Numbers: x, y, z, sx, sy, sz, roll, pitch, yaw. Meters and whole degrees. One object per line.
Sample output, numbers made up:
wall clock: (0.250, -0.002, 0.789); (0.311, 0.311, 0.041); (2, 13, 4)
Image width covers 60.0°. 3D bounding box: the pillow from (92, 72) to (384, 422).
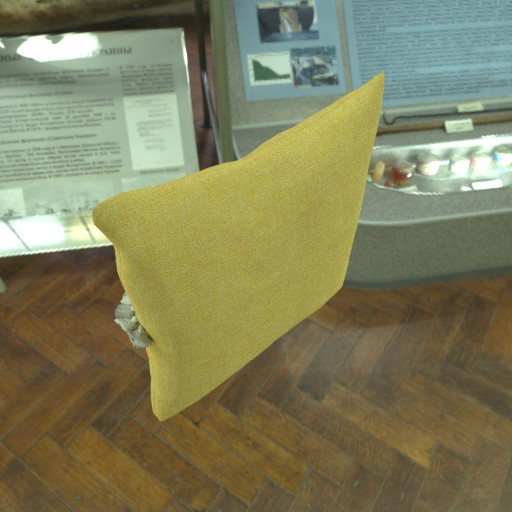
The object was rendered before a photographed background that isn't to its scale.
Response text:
pillow: (0.000, 0.000, 0.720); (0.485, 0.481, 0.167); (-32, 54, -27)
